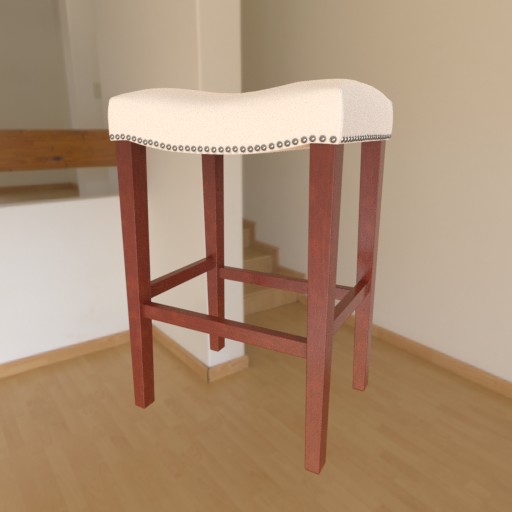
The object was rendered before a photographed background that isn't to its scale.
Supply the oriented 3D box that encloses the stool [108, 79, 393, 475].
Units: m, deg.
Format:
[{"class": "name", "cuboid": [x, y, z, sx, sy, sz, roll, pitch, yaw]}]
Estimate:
[{"class": "stool", "cuboid": [0.000, 0.000, 1.031, 0.504, 0.742, 0.372, 8, 18, 27]}]
